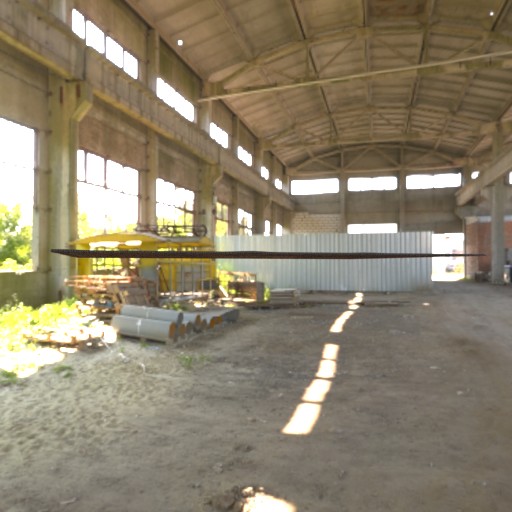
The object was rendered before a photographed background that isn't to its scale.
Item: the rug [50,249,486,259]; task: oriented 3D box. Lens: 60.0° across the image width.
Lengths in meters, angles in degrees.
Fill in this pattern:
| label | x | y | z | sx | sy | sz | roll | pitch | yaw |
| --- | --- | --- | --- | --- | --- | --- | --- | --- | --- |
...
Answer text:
| label | x | y | z | sx | sy | sz | roll | pitch | yaw |
| --- | --- | --- | --- | --- | --- | --- | --- | --- | --- |
| rug | 0.000 | 0.000 | 2.309 | 1.820 | 0.012 | 1.207 | 0 | -1 | -18 |
